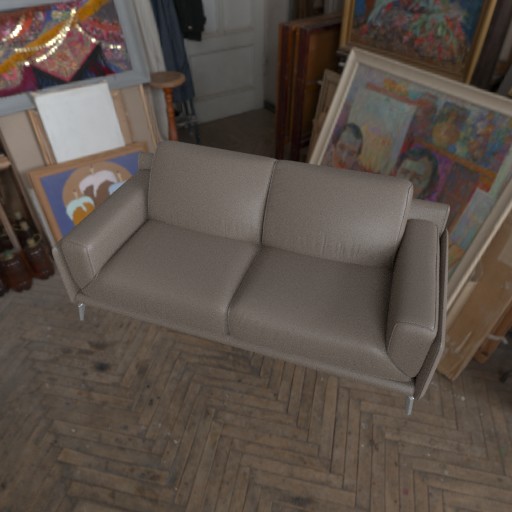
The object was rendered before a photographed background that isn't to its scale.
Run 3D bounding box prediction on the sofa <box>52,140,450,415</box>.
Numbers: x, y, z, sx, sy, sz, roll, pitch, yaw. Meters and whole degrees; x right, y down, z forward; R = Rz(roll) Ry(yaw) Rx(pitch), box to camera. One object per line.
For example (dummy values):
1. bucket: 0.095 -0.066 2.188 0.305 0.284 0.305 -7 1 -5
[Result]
1. sofa: 0.000 0.000 2.604 2.101 0.930 1.049 13 42 14
